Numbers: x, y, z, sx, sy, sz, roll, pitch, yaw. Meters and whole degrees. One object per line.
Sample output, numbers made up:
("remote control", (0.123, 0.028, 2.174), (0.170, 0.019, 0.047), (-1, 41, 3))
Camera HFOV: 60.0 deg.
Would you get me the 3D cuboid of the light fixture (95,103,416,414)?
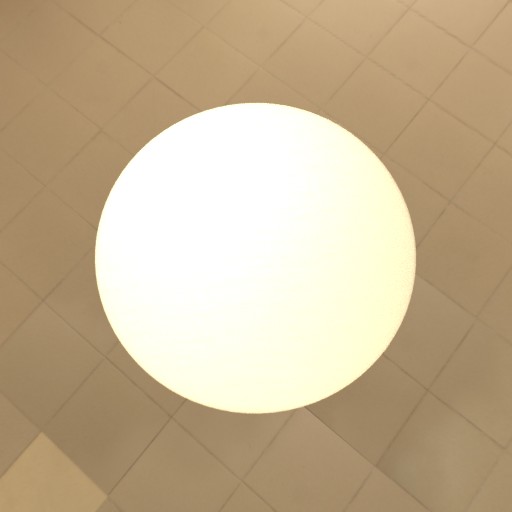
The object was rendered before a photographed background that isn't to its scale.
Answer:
("light fixture", (0.000, 0.000, 0.538), (0.356, 0.102, 0.356), (0, 76, 0))
